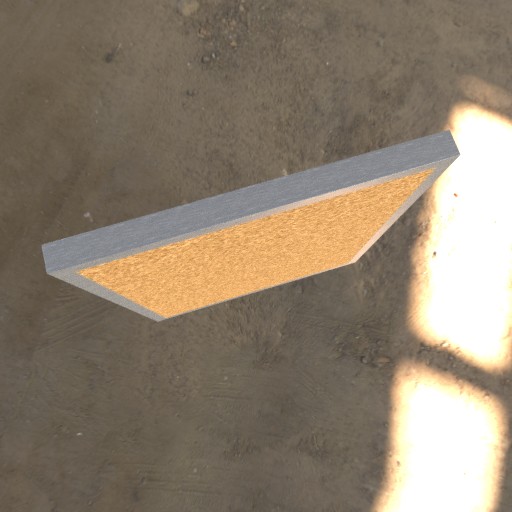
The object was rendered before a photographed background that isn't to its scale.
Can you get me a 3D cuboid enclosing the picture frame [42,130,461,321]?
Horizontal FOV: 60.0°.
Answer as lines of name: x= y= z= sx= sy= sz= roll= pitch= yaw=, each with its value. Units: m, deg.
picture frame: x=0.000 y=0.000 z=0.522 sx=0.327 sy=0.378 sz=0.027 roll=-16 pitch=77 yaw=-4
